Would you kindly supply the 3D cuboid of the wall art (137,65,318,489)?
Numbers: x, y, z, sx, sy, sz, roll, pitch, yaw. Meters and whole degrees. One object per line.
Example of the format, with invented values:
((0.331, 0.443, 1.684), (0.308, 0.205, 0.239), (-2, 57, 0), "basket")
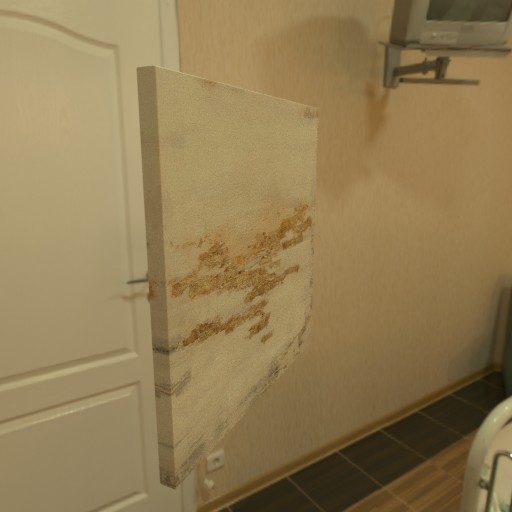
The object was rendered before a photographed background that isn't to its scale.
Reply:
((0.000, 0.000, 1.093), (0.038, 0.755, 0.753), (7, 15, 26), "wall art")
